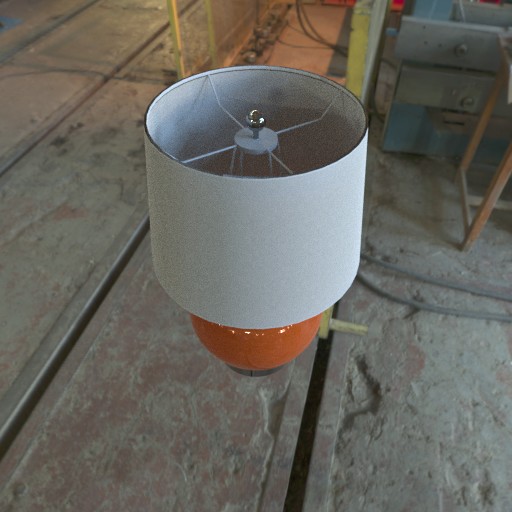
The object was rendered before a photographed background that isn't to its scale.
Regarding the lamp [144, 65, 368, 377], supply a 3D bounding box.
[{"bbox_3d":[0.000,0.000,0.549,0.247,0.387,0.247,0,46,0],"label":"lamp"}]
